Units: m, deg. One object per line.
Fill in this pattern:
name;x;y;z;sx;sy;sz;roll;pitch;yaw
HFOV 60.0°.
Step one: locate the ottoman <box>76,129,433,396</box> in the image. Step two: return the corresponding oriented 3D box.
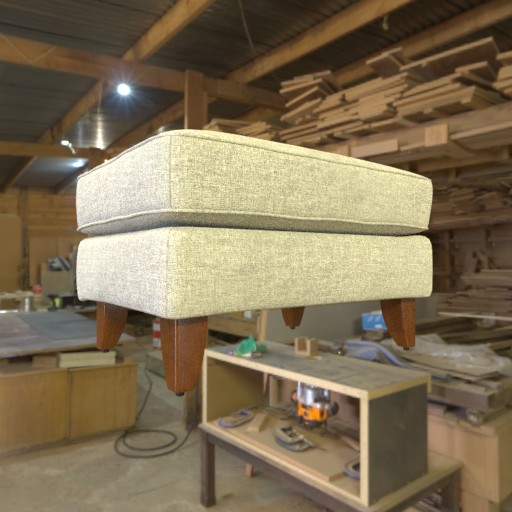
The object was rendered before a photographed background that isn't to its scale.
ottoman;0.000;0.000;1.305;0.889;0.561;0.661;0;0;-36
